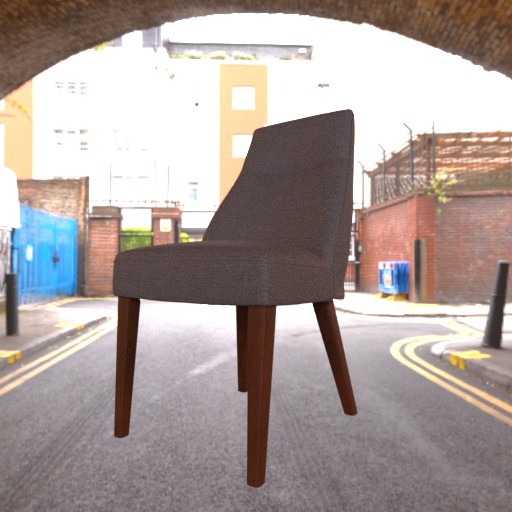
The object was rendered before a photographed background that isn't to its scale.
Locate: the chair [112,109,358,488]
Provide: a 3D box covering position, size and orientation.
[{"bbox_3d":[0.000,0.000,1.260,0.500,0.930,0.620,-1,-1,36],"label":"chair"}]
